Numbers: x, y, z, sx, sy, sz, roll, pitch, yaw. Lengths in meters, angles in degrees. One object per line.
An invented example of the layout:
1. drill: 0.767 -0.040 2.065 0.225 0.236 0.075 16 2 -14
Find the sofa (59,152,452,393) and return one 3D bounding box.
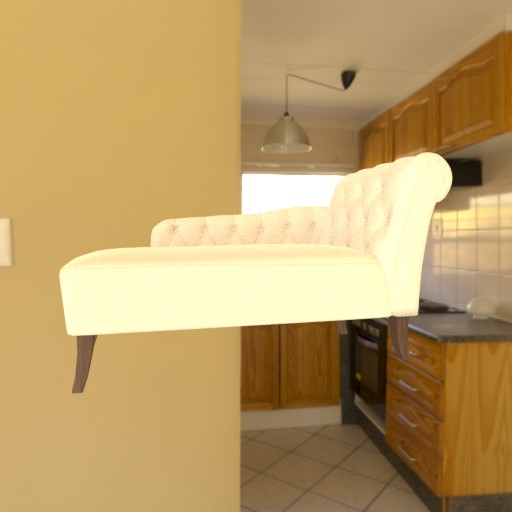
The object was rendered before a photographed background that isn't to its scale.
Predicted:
1. sofa: 0.000 0.000 1.776 1.379 0.787 0.675 -1 2 -17
